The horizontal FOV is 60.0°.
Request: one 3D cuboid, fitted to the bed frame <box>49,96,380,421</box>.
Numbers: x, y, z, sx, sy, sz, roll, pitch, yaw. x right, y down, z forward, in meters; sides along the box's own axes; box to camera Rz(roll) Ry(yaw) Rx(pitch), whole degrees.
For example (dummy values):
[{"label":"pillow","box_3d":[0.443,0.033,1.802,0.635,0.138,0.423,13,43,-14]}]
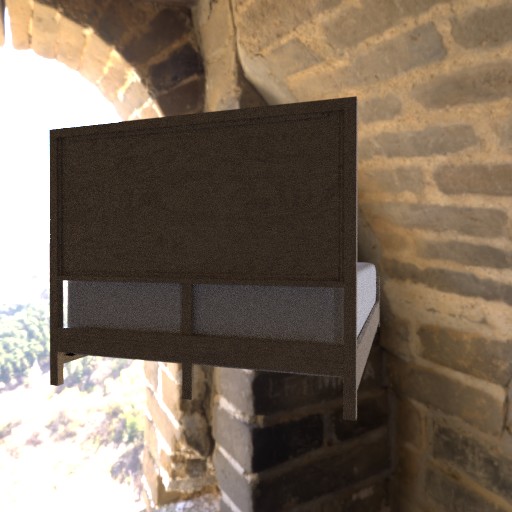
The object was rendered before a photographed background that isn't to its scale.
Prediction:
[{"label":"bed frame","box_3d":[0.000,0.000,3.158,1.606,1.369,2.189,0,1,18]}]
